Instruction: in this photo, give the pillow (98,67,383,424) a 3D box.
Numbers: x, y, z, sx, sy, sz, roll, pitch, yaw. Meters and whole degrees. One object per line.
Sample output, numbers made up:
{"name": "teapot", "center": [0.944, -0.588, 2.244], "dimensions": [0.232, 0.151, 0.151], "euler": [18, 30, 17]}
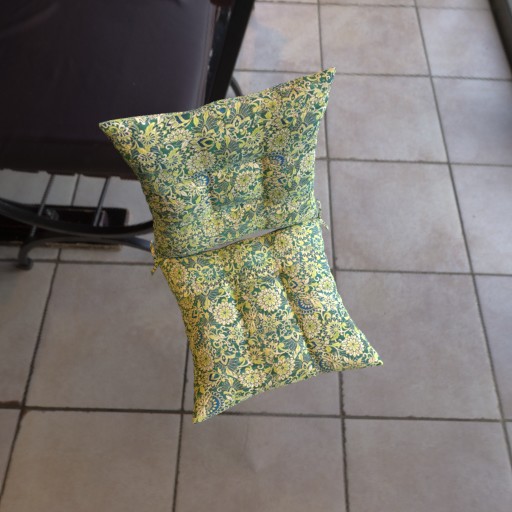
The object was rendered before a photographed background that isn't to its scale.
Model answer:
{"name": "pillow", "center": [0.000, 0.000, 1.034], "dimensions": [0.541, 0.536, 0.585], "euler": [-16, 65, -7]}
